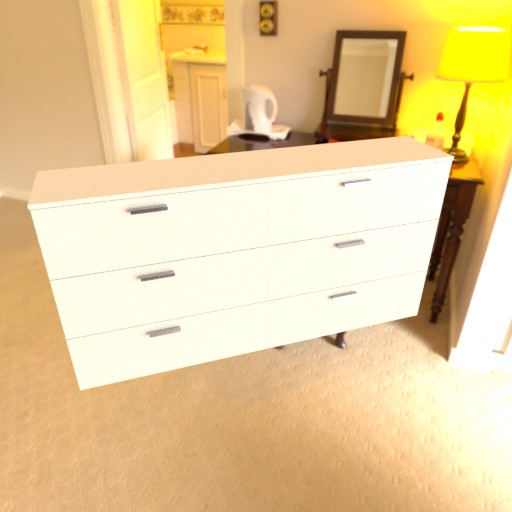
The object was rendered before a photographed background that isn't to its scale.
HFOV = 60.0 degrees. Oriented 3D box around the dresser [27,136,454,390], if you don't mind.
[{"bbox_3d":[0.000,0.000,1.851,1.535,0.790,0.333,-9,31,-16],"label":"dresser"}]
